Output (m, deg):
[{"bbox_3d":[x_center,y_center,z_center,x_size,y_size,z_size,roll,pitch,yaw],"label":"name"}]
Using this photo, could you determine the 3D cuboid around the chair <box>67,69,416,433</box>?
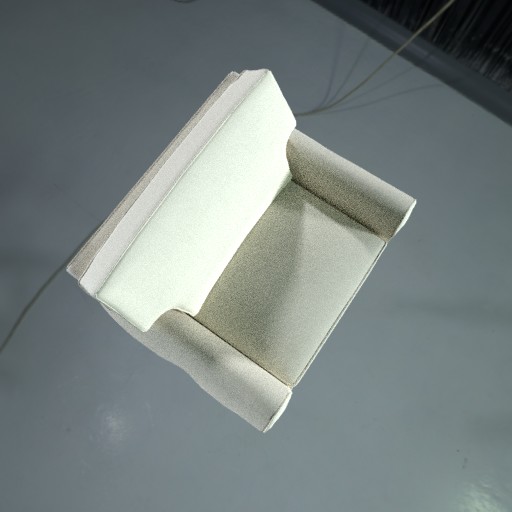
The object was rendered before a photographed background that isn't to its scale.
[{"bbox_3d":[0.000,0.000,1.826,0.904,0.958,1.099,34,77,9],"label":"chair"}]
